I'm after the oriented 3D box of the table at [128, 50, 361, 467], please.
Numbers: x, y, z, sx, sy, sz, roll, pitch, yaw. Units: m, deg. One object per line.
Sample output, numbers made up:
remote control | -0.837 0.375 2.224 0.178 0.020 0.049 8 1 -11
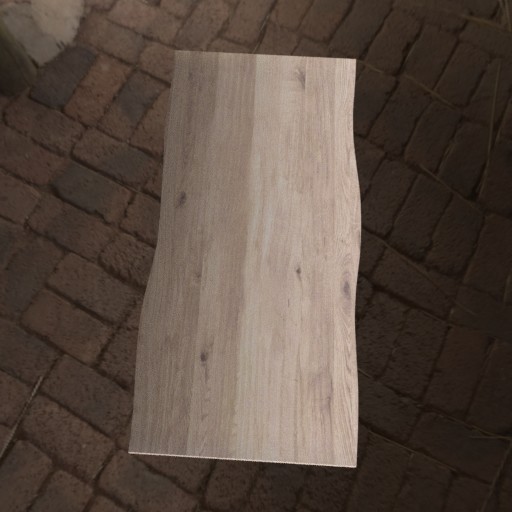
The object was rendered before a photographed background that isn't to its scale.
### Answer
table | 0.000 0.000 2.261 0.900 0.780 1.800 3 75 1
